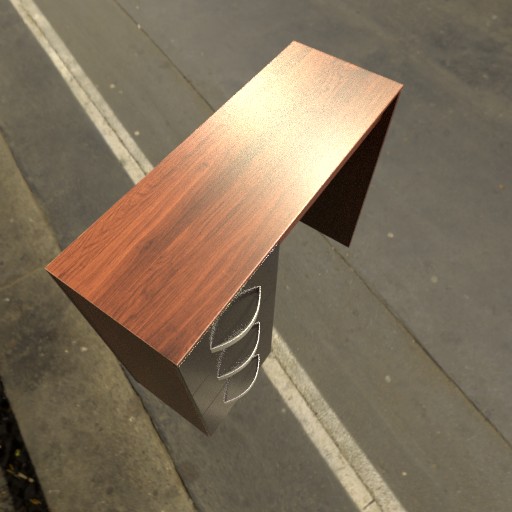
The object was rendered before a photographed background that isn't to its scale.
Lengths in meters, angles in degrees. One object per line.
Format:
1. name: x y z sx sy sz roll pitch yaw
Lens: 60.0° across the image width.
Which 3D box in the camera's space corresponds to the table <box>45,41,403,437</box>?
1. table: 0.000 0.000 1.361 0.380 0.790 0.930 31 63 17
